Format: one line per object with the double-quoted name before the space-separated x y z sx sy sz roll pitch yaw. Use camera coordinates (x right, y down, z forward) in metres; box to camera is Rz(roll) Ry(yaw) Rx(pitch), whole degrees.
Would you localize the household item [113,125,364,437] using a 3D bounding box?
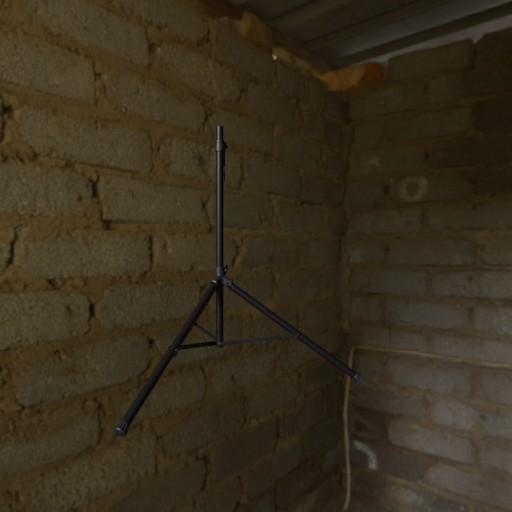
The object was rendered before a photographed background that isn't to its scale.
"household item" 0.000 0.000 2.731 1.339 1.595 1.596 0 0 -1
